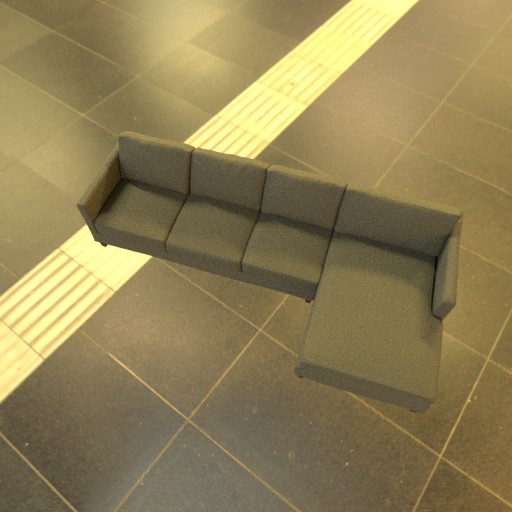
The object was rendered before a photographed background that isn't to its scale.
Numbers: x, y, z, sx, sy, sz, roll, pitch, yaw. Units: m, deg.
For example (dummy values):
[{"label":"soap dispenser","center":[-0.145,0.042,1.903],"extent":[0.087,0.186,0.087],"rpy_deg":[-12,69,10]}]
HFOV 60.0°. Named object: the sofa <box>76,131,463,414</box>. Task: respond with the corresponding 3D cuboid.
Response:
[{"label":"sofa","center":[0.000,0.000,3.789],"extent":[3.186,0.861,1.625],"rpy_deg":[15,59,9]}]
